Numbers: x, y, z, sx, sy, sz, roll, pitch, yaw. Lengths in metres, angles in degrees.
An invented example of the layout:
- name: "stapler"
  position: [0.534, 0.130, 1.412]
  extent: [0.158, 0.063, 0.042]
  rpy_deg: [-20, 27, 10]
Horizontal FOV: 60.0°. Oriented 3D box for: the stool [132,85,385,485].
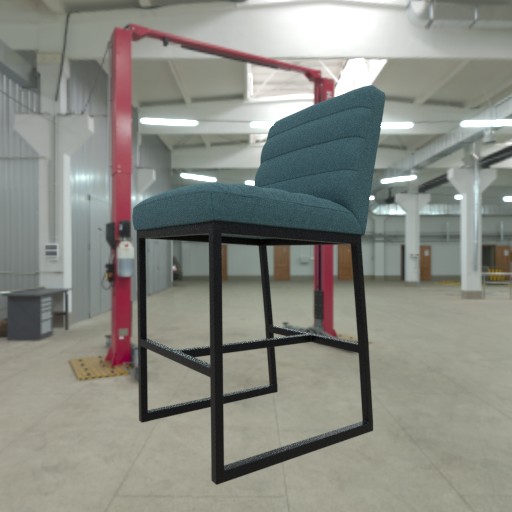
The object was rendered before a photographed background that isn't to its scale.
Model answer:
- name: "stool"
  position: [0.000, 0.000, 1.235]
  extent: [0.560, 0.940, 0.460]
  rpy_deg: [0, 0, -35]
